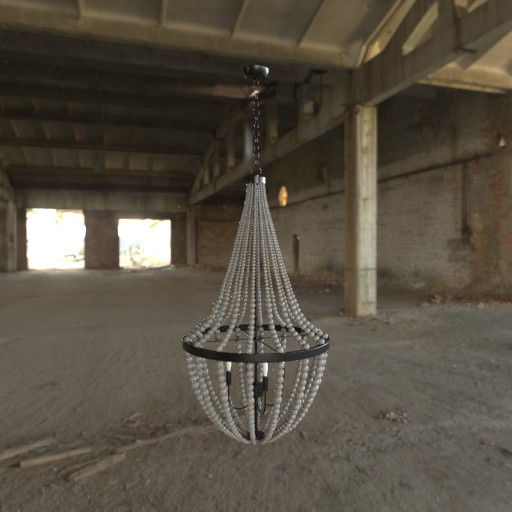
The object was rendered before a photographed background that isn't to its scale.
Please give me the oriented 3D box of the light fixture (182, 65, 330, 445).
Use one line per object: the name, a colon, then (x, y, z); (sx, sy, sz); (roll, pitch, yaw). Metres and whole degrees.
light fixture: (0.000, 0.000, 1.364); (0.450, 1.133, 0.450); (0, 1, 0)
